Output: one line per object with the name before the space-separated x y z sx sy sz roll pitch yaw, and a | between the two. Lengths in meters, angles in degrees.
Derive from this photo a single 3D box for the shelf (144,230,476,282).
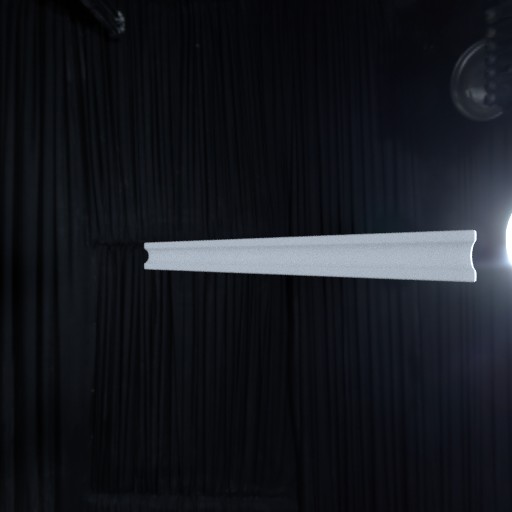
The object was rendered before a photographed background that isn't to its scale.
shelf | 0.000 0.000 0.441 0.296 0.035 0.296 0 0 0
